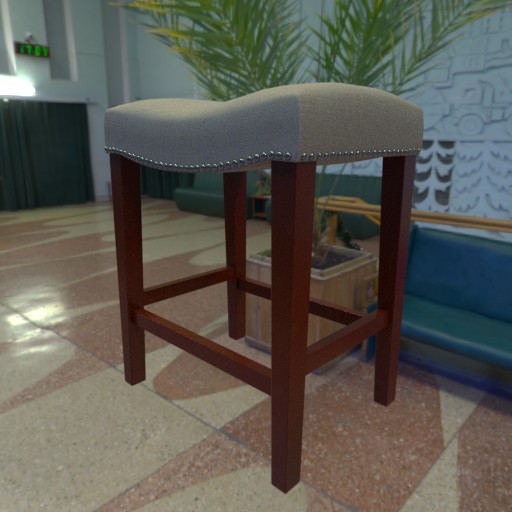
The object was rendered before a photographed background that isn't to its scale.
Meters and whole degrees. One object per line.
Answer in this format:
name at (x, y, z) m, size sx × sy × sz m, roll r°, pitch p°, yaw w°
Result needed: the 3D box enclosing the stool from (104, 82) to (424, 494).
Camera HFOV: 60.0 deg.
stool at (0.000, 0.000, 0.916) m, size 0.509 × 0.632 × 0.375 m, roll 14°, pitch 20°, yaw 42°
